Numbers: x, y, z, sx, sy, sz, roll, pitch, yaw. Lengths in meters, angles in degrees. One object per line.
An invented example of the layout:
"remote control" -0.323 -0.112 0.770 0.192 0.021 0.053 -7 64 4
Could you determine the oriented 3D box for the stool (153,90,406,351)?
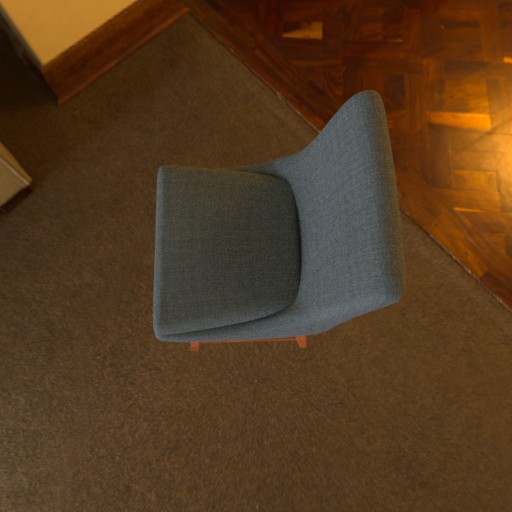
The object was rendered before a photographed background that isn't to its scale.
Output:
"stool" 0.000 0.000 1.227 0.524 0.895 0.467 -2 74 0
